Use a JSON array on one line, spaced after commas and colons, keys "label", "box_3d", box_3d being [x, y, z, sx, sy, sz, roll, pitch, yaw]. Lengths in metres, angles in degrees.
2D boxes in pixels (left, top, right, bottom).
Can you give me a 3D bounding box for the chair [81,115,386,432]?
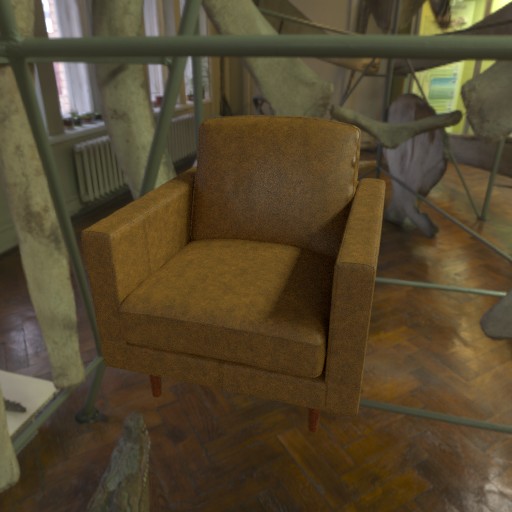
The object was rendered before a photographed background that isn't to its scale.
[{"label": "chair", "box_3d": [0.000, 0.000, 1.695, 0.890, 0.956, 0.909, 7, 26, 15]}]
